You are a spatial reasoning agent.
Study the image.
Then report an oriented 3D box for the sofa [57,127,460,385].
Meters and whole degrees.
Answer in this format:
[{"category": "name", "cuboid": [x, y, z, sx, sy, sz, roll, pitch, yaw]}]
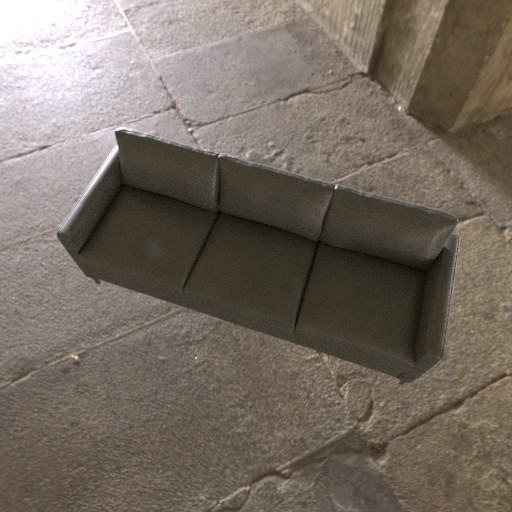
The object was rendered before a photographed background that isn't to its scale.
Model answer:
[{"category": "sofa", "cuboid": [0.000, 0.000, 2.445, 2.029, 0.805, 0.748, 17, 61, 9]}]
